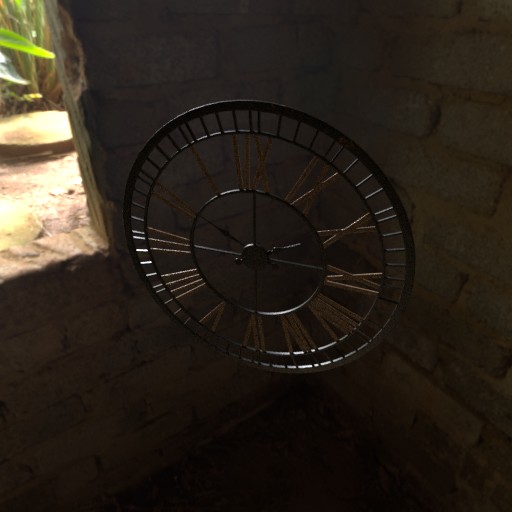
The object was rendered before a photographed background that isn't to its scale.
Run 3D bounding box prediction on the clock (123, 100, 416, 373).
[{"bbox_3d":[0.000,0.000,1.243,0.843,0.843,0.025,10,33,17],"label":"clock"}]
